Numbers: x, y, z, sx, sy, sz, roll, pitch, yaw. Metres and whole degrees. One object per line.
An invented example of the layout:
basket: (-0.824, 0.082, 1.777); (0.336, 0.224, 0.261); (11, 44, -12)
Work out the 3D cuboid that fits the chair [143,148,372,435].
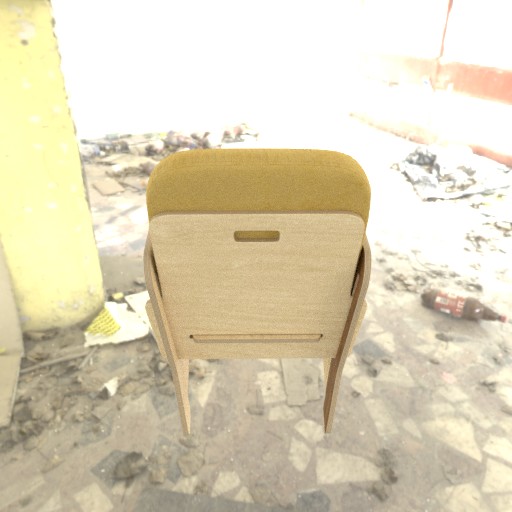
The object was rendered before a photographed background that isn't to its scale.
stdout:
chair: (0.000, 0.000, 1.290); (0.590, 0.800, 0.710); (0, 29, -1)
